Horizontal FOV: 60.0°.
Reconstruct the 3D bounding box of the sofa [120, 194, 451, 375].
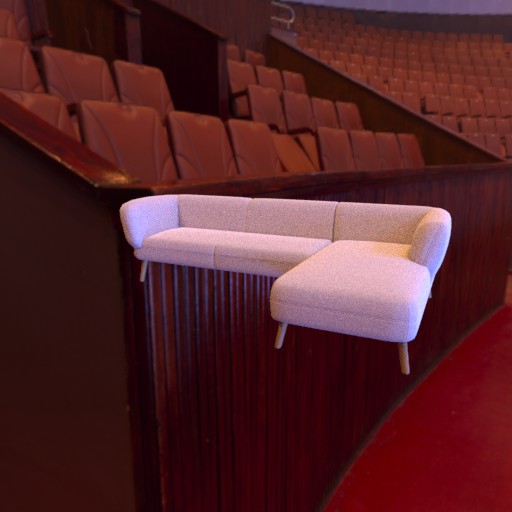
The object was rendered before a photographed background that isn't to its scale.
[{"bbox_3d":[0.000,0.000,3.380,2.660,0.730,1.610,6,15,25],"label":"sofa"}]
